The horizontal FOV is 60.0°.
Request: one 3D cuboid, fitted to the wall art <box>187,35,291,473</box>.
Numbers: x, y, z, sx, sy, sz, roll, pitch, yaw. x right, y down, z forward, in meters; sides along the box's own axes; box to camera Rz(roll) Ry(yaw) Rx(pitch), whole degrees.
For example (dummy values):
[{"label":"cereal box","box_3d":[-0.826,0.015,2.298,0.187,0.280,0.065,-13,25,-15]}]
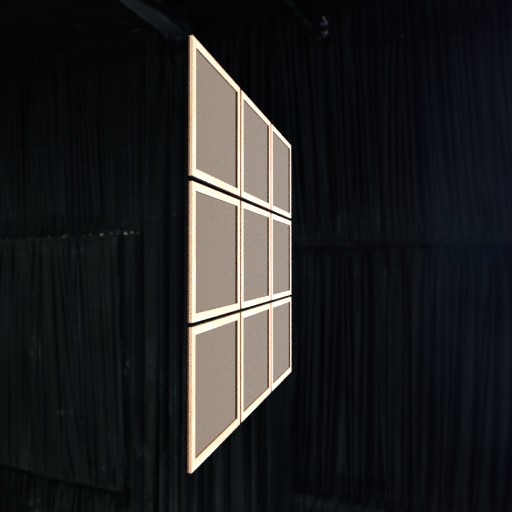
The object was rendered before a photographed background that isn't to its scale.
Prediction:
[{"label":"wall art","box_3d":[0.000,0.000,1.811,0.013,1.218,1.216,0,-1,18]}]
